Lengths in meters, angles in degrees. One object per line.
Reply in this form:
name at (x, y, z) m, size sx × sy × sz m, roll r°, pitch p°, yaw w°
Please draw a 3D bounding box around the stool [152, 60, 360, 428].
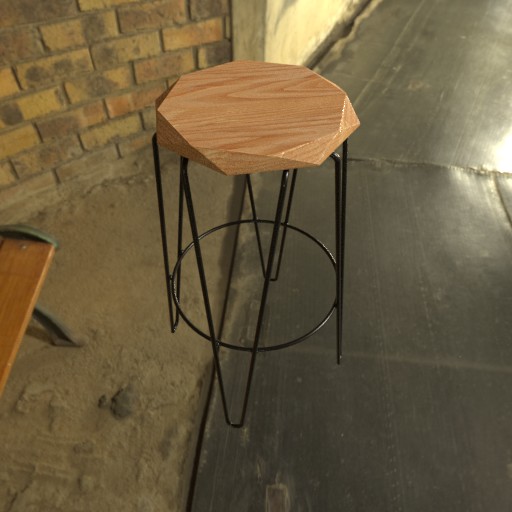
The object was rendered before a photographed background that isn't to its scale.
stool at (0.000, 0.000, 0.812) m, size 0.326 × 0.610 × 0.326 m, roll -25°, pitch 52°, yaw -21°
